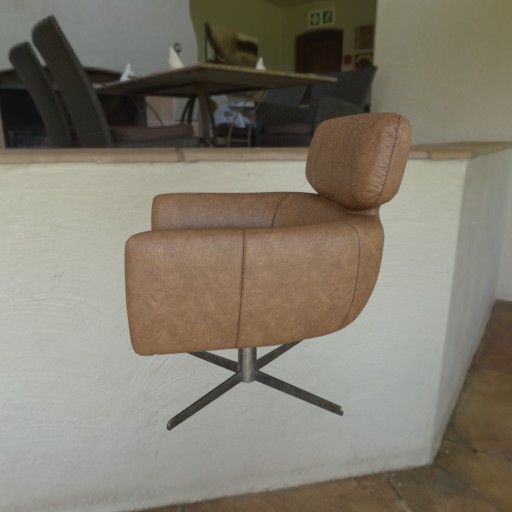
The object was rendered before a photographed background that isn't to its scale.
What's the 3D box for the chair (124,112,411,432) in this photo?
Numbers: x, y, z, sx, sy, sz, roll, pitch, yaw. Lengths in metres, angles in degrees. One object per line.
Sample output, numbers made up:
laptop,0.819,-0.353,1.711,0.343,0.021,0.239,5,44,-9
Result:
chair,0.000,0.000,1.320,0.715,0.812,0.706,-2,15,-7
